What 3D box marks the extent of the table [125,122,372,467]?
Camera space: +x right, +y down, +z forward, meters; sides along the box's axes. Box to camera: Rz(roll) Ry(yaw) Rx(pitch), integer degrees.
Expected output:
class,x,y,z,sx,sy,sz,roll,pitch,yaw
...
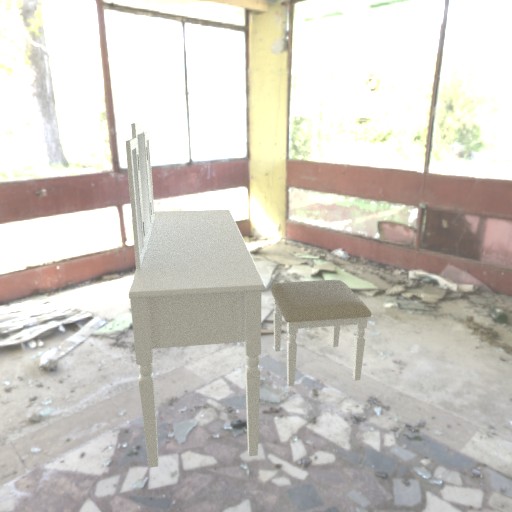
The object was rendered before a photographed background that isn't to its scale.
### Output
class,x,y,z,sx,sy,sz,roll,pitch,yaw
table,0.000,0.000,2.265,1.115,1.310,1.369,-3,18,-8
